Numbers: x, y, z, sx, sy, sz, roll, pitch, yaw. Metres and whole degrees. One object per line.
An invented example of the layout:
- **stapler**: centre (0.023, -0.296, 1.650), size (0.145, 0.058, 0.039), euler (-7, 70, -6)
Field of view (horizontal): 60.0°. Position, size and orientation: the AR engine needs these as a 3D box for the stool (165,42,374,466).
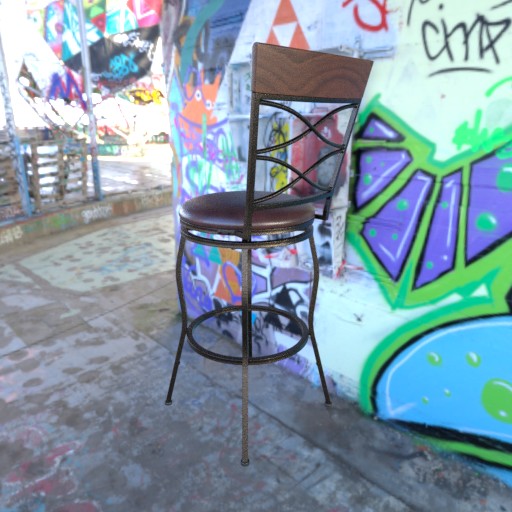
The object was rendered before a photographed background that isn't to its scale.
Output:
- **stool**: centre (0.000, 0.000, 1.395), size (0.448, 1.130, 0.513), euler (-16, 23, -42)
